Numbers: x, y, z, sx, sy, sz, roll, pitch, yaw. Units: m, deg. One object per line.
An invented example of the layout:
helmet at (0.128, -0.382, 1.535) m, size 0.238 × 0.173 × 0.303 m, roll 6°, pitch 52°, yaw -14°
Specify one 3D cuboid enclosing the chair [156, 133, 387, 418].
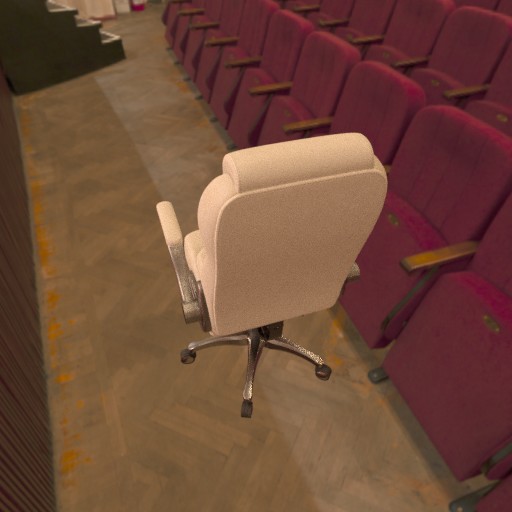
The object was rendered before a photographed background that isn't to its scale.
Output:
chair at (0.000, 0.000, 1.846) m, size 0.755 × 1.330 × 0.806 m, roll -13°, pitch 43°, yaw -14°
